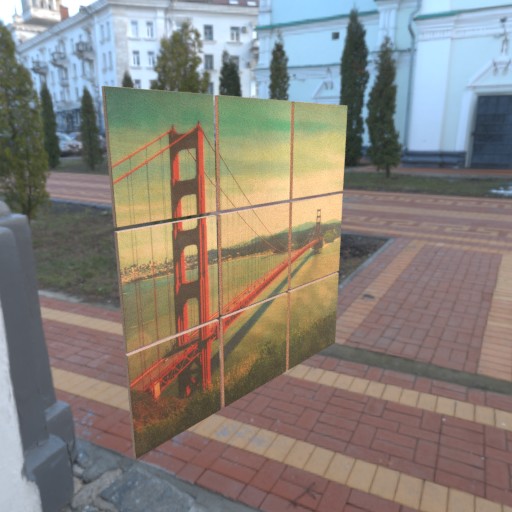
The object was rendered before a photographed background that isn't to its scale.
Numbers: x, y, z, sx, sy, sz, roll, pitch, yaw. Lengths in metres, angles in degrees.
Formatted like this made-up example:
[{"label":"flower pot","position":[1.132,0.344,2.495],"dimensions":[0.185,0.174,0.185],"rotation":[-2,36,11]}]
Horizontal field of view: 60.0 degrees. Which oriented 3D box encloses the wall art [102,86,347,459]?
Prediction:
[{"label":"wall art","position":[0.000,0.000,1.798],"dimensions":[0.016,1.207,1.217],"rotation":[14,21,42]}]
